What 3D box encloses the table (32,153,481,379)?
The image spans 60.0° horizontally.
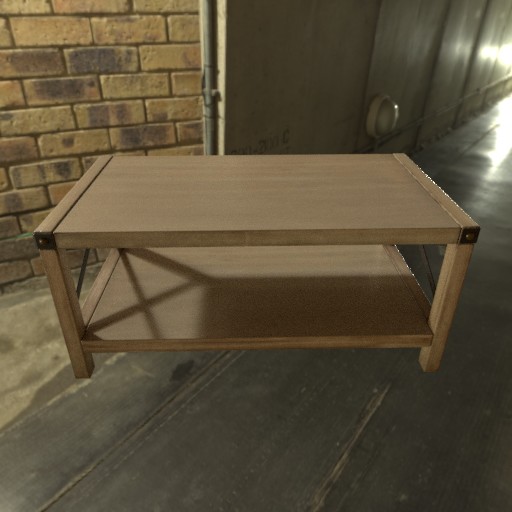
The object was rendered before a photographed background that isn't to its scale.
[{"bbox_3d":[0.000,0.000,1.336,1.016,0.456,0.559,-1,30,-1],"label":"table"}]
